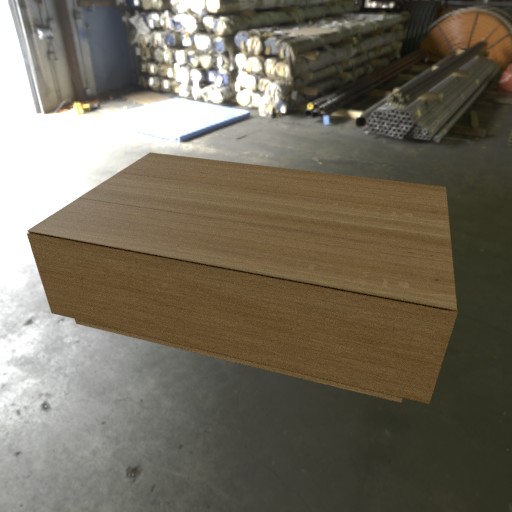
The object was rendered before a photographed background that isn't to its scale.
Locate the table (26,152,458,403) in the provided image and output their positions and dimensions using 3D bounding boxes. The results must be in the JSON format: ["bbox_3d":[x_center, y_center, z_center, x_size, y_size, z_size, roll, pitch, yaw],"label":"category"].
[{"bbox_3d":[0.000,0.000,1.439,1.110,0.353,0.678,10,33,15],"label":"table"}]
